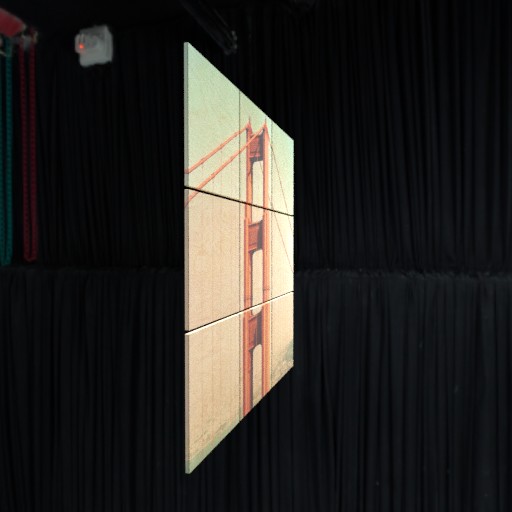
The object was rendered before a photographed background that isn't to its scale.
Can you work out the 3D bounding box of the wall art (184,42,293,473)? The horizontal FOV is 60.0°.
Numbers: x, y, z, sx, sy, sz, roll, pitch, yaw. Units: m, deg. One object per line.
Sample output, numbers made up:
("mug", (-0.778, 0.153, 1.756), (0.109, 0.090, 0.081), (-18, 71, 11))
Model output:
("wall art", (0.000, 0.000, 1.828), (0.013, 1.219, 1.214), (0, 1, 19))
